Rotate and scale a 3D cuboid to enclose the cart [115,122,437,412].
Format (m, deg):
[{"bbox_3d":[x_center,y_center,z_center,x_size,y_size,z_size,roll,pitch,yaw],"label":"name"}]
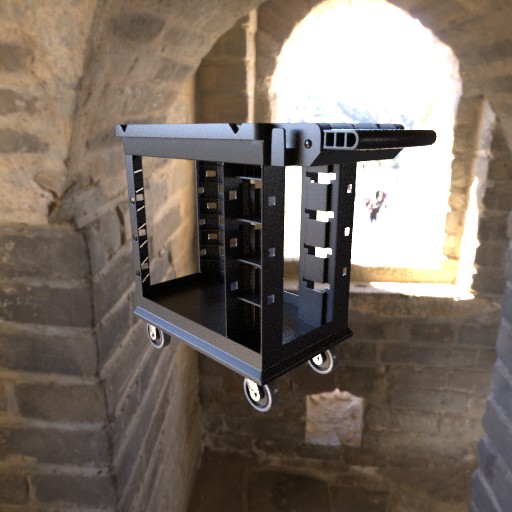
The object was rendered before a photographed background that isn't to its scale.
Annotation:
[{"bbox_3d":[0.000,0.000,1.550,0.497,0.884,1.061,-15,22,-43],"label":"cart"}]
